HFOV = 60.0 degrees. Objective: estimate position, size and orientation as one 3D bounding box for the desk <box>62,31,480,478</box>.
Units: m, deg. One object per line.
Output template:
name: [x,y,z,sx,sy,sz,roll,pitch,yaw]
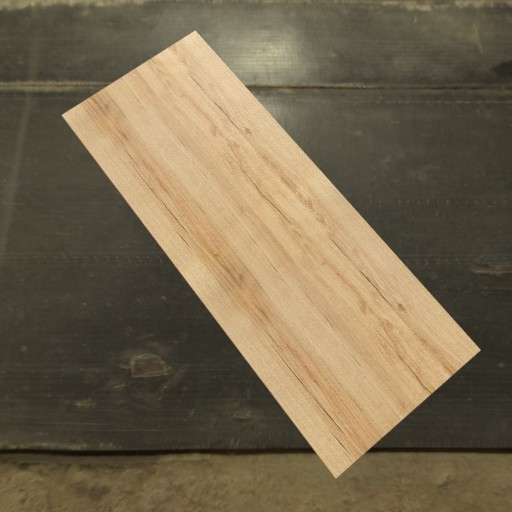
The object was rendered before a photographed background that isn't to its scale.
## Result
desk: [0.000,0.000,1.743,0.550,0.760,1.400,-37,78,-9]
